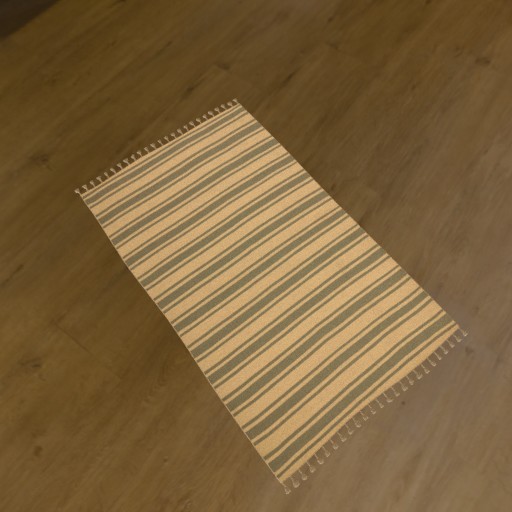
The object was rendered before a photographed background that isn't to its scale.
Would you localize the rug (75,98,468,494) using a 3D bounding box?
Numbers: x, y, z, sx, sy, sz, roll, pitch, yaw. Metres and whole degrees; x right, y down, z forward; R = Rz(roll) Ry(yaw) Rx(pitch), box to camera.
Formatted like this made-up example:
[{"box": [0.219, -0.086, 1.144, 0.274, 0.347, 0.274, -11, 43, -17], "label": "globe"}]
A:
[{"box": [0.000, 0.000, 2.508, 1.222, 0.009, 2.084, -35, 69, -15], "label": "rug"}]
